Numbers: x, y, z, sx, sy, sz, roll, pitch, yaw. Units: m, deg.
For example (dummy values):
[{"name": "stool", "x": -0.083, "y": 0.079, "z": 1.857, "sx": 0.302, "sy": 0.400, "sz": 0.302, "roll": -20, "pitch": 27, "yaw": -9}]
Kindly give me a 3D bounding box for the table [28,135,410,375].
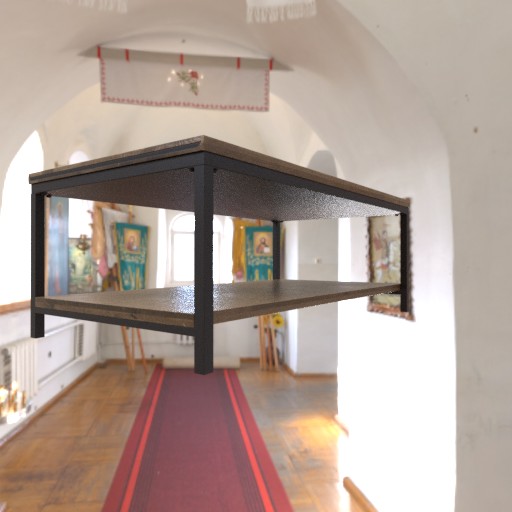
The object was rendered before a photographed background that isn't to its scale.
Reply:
[{"name": "table", "x": 0.000, "y": 0.000, "z": 1.319, "sx": 0.574, "sy": 0.393, "sz": 1.062, "roll": 0, "pitch": 0, "yaw": 37}]
